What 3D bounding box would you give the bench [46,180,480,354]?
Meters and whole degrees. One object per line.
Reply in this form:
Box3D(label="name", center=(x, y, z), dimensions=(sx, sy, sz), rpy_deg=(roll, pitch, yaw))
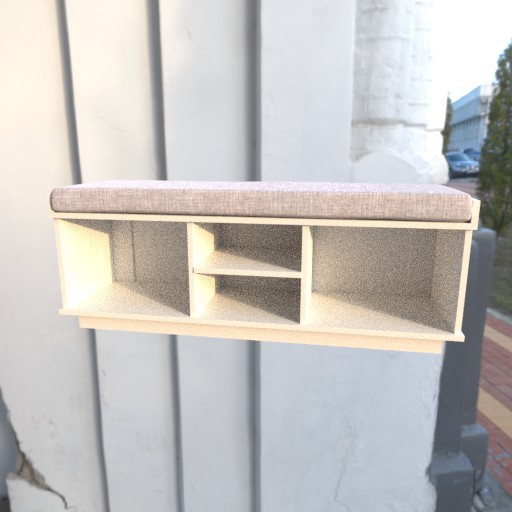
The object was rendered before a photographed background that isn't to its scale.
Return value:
Box3D(label="bench", center=(0.000, 0.000, 1.415), dimensions=(1.196, 0.453, 0.363), rpy_deg=(2, 14, 10))
